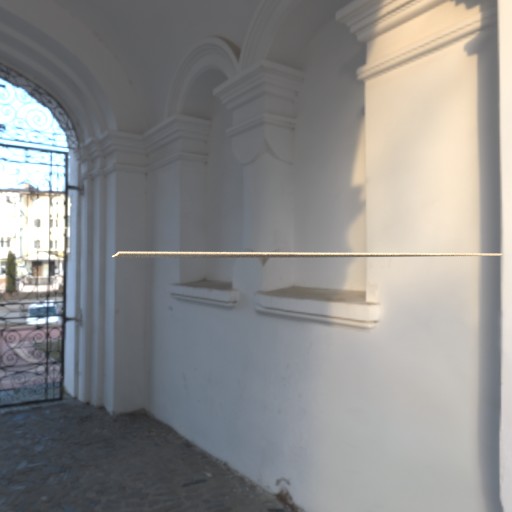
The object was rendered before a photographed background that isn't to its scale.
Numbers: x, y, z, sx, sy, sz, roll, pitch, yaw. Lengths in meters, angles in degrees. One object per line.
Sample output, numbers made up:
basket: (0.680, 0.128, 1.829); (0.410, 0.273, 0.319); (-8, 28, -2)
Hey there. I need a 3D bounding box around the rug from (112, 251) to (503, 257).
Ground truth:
rug: (0.000, 0.000, 3.991); (2.438, 0.013, 3.048); (0, 0, -19)
